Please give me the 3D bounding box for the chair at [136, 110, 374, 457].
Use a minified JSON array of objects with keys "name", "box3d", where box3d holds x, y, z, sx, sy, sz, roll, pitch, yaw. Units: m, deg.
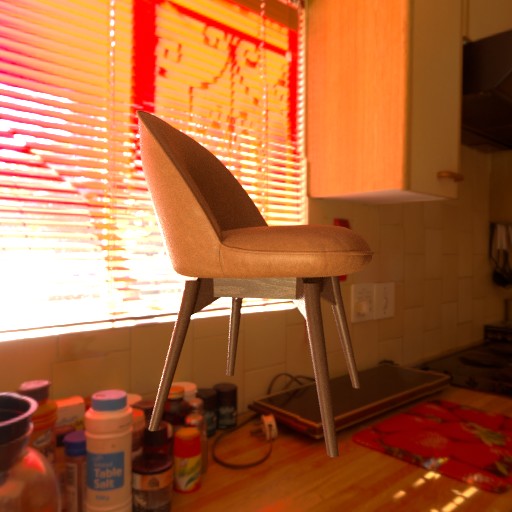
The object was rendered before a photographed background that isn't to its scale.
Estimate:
[{"name":"chair","box3d":[0.000,0.000,1.243,0.631,0.831,0.521,0,0,18]}]
